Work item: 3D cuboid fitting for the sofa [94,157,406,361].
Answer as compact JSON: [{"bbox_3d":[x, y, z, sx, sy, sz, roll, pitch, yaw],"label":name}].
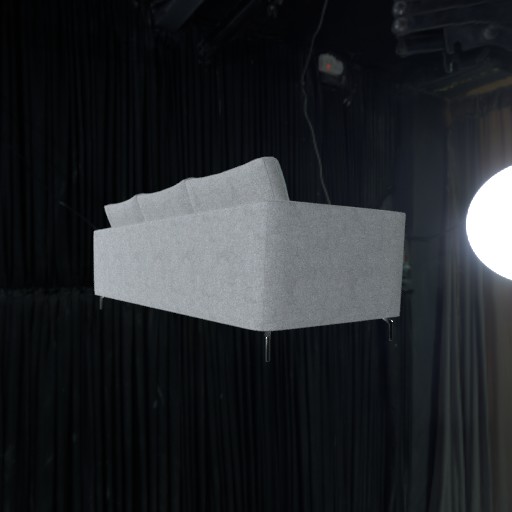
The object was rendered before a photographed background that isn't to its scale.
[{"bbox_3d":[0.000,0.000,3.149,1.626,0.864,2.438,0,0,-36],"label":"sofa"}]
